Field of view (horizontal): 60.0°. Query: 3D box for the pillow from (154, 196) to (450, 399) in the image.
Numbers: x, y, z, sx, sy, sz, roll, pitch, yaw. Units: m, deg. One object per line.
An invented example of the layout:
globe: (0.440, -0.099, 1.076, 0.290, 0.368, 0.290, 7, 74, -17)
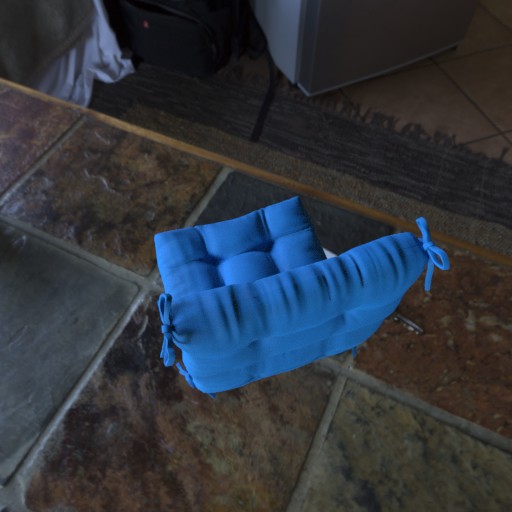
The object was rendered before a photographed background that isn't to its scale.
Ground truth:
pillow: (0.000, 0.000, 1.054, 0.519, 0.605, 0.571, -16, 61, -9)
